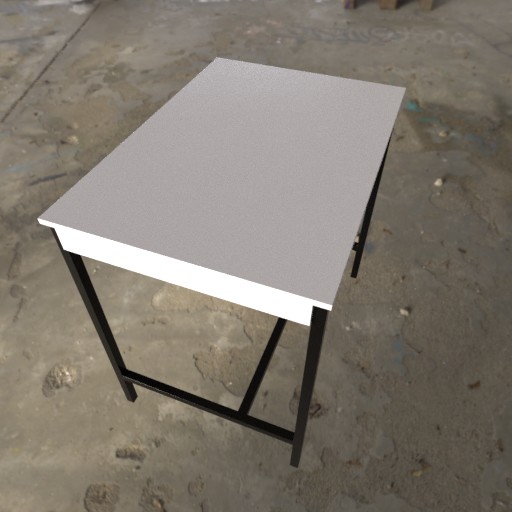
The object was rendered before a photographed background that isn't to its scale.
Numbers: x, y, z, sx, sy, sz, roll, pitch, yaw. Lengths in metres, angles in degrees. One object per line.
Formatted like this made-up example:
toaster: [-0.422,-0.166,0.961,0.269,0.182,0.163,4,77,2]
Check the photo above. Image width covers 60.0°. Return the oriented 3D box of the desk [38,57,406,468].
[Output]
desk: [0.000,0.000,1.305,0.573,0.766,0.811,16,48,15]
